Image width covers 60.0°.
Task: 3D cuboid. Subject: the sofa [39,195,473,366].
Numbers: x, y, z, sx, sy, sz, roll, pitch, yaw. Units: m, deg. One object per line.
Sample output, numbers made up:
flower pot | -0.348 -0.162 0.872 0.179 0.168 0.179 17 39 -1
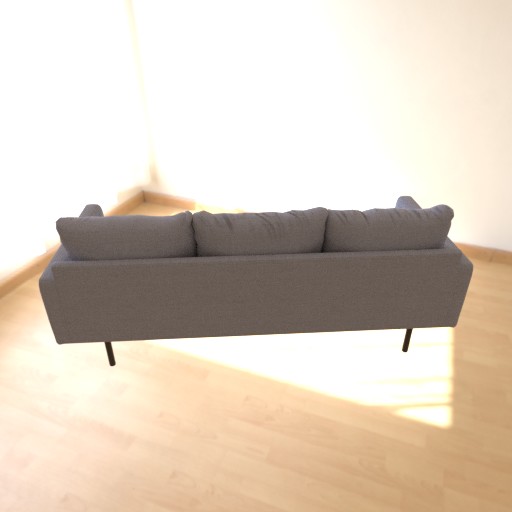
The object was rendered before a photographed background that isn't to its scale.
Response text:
sofa | 0.000 0.000 2.449 2.000 0.830 0.850 -2 31 -3
